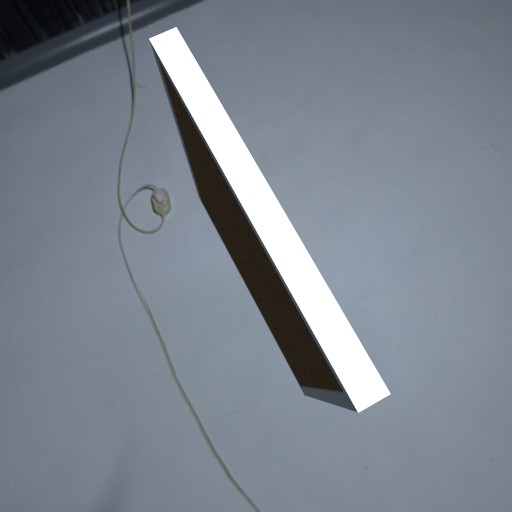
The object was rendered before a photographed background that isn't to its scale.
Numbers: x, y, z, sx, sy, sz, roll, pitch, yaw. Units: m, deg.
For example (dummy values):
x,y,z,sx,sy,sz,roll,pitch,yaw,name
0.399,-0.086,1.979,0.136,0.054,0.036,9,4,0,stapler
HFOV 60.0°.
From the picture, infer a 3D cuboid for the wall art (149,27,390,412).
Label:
x,y,z,sx,sy,sz,roll,pitch,yaw,name
0.000,0.000,0.747,0.038,0.506,0.506,-27,76,-7,wall art
